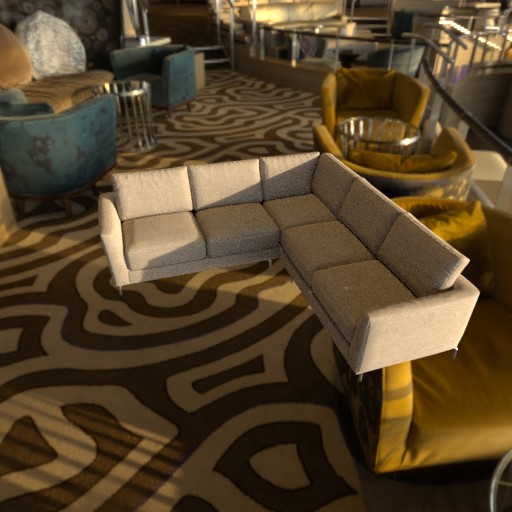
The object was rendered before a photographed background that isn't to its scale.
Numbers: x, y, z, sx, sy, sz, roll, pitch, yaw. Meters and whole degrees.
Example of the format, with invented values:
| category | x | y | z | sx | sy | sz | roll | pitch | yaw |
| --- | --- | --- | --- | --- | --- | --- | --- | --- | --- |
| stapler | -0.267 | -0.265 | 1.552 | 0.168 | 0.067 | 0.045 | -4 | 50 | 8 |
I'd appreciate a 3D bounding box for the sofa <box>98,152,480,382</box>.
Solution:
| category | x | y | z | sx | sy | sz | roll | pitch | yaw |
| --- | --- | --- | --- | --- | --- | --- | --- | --- | --- |
| sofa | 0.000 | 0.000 | 3.709 | 2.438 | 0.864 | 2.438 | -10 | 34 | -15 |
